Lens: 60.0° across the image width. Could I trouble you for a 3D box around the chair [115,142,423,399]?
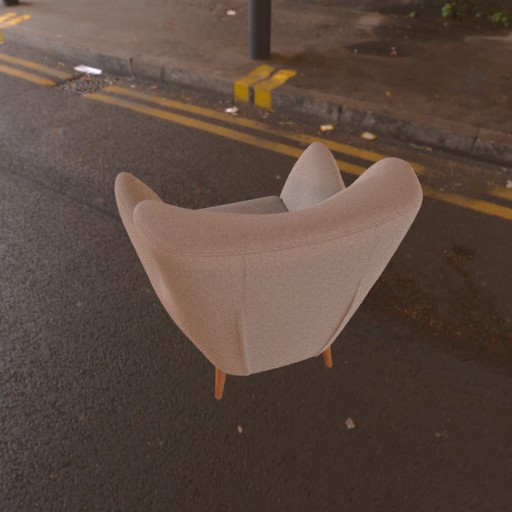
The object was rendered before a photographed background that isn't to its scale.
[{"bbox_3d":[0.000,0.000,1.620,0.890,0.889,0.889,-12,43,-14],"label":"chair"}]
